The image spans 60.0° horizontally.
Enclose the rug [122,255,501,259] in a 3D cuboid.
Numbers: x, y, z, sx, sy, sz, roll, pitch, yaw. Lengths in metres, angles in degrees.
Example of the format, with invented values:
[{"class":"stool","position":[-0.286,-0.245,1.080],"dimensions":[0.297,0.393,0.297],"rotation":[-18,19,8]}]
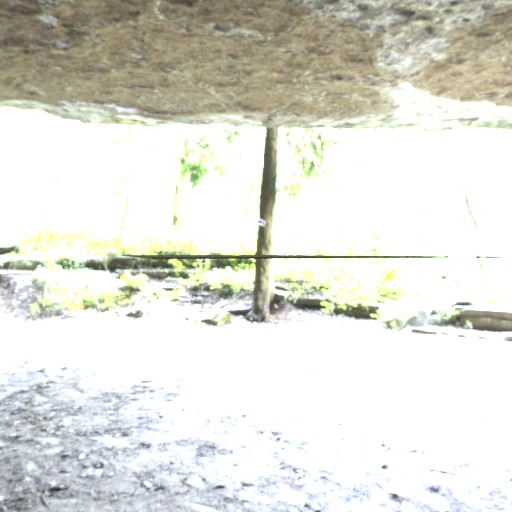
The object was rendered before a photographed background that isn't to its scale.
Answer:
[{"class":"rug","position":[0.000,0.000,2.233],"dimensions":[1.217,0.005,1.818],"rotation":[0,0,-19]}]
